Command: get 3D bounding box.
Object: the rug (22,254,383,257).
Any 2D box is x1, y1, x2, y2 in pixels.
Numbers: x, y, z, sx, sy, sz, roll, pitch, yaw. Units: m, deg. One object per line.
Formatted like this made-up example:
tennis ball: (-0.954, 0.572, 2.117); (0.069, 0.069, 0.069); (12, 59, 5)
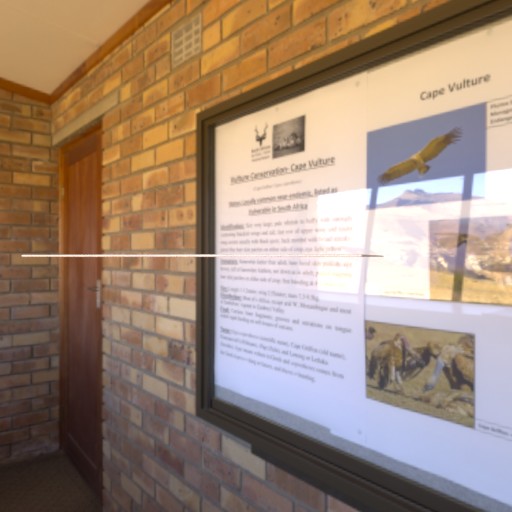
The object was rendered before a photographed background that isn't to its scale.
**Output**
rug: (0.000, 0.000, 2.307); (1.220, 0.007, 1.828); (0, 0, 18)
